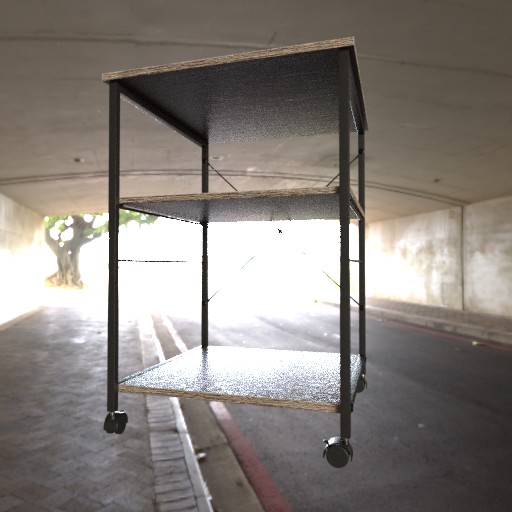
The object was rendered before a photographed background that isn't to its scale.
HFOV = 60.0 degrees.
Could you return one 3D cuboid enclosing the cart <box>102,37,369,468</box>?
[{"bbox_3d":[0.000,0.000,1.099,0.521,0.762,0.520,0,-1,17],"label":"cart"}]
